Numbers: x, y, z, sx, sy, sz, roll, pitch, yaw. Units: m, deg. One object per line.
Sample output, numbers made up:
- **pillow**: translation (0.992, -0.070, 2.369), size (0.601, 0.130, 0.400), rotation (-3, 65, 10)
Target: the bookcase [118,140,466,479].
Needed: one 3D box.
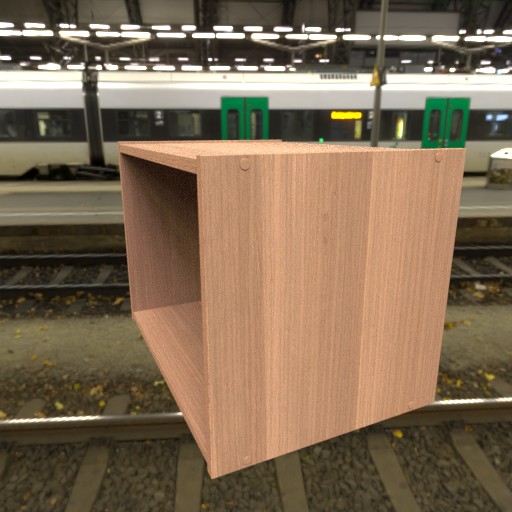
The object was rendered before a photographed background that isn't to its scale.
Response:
- **bookcase**: translation (0.000, 0.000, 0.624), size (0.290, 0.305, 0.415), rotation (-7, 18, -24)
